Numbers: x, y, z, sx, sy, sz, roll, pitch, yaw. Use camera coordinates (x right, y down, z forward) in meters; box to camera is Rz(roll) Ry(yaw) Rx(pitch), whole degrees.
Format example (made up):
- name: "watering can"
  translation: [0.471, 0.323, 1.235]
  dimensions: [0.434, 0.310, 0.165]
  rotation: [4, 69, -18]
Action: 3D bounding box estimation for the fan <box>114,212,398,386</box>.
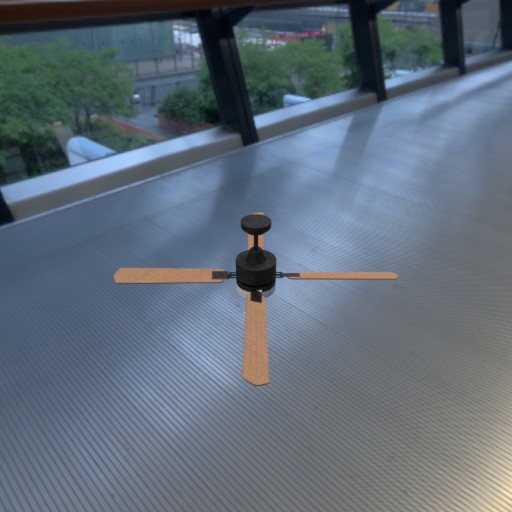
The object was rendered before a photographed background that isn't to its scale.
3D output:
- name: "fan"
  translation: [0.000, 0.000, 2.006]
  dimensions: [1.320, 0.355, 1.320]
  rotation: [0, 32, 0]
